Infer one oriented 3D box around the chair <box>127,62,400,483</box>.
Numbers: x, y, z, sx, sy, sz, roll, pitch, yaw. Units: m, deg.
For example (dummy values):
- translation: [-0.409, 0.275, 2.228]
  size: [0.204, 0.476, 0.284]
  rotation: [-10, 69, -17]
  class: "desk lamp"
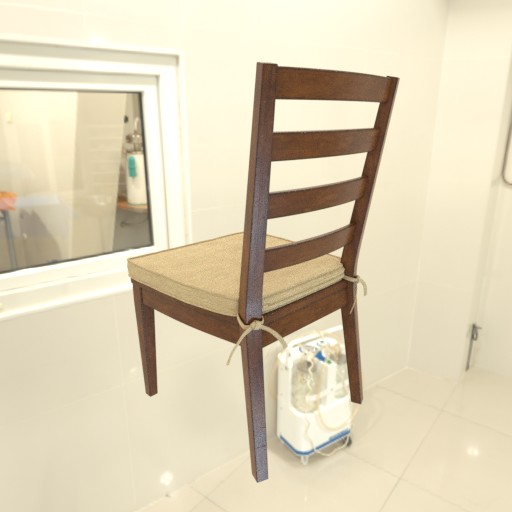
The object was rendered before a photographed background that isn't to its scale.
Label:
- translation: [0.000, 0.000, 1.301]
  size: [0.593, 0.979, 0.595]
  rotation: [-17, 24, -42]
  class: "chair"
